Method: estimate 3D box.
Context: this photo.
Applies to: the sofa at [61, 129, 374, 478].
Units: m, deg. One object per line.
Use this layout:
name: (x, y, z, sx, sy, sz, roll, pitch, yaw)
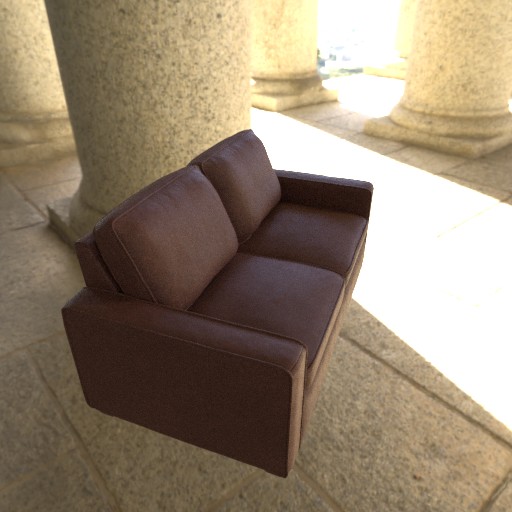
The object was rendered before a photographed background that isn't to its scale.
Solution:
sofa: (0.000, 0.000, 2.253, 0.947, 0.918, 1.709, 11, 33, 18)
